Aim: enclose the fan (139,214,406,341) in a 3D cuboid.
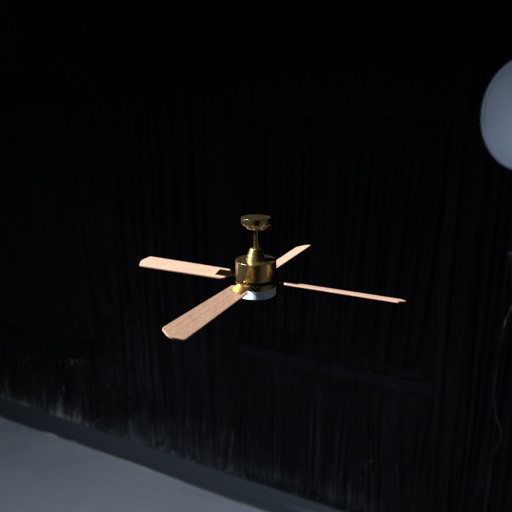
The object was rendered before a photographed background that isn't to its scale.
[{"bbox_3d":[0.000,0.000,2.006,1.320,0.355,1.320,8,18,25],"label":"fan"}]
